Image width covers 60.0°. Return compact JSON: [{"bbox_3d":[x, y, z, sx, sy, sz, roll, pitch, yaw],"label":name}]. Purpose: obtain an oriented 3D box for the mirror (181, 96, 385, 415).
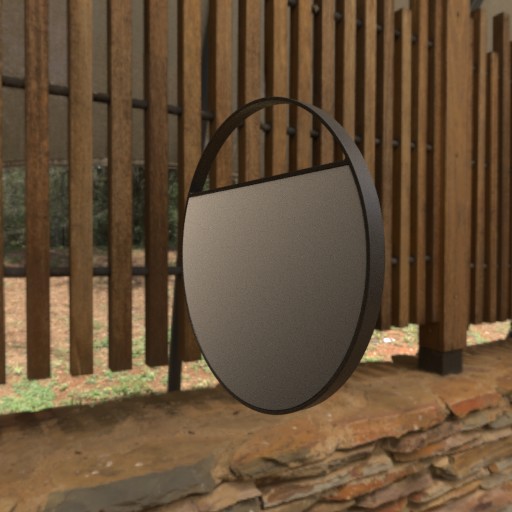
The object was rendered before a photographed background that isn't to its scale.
[{"bbox_3d":[0.000,0.000,0.828,0.032,0.565,0.565,-1,1,-36],"label":"mirror"}]
